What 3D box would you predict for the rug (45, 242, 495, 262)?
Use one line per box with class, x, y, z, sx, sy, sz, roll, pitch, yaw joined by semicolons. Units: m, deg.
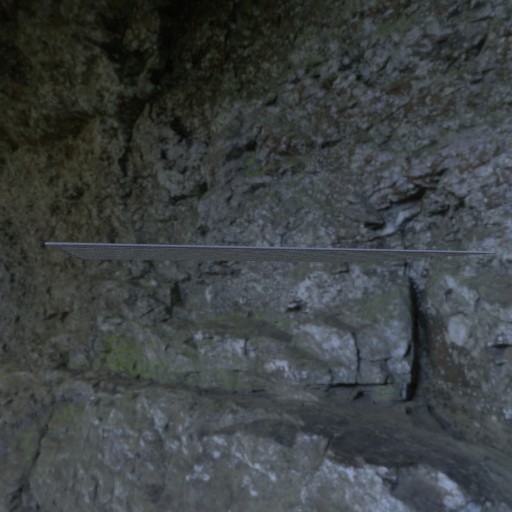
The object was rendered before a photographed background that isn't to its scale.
rug;0.000;0.000;2.851;2.260;0.013;1.600;1;-3;-18
